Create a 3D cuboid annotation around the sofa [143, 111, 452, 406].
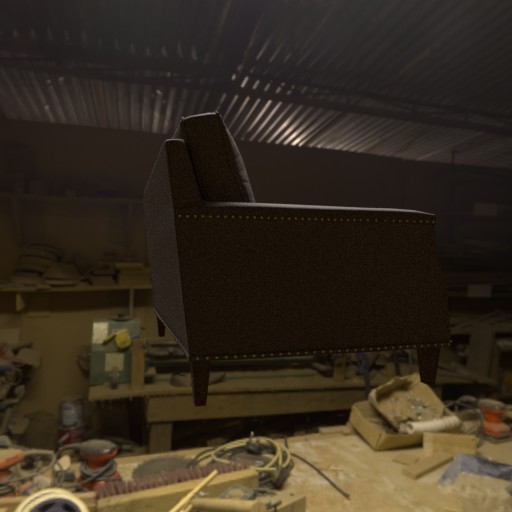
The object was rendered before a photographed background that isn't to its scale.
[{"bbox_3d":[0.000,0.000,2.265,1.084,1.003,1.597,0,-1,-17],"label":"sofa"}]
